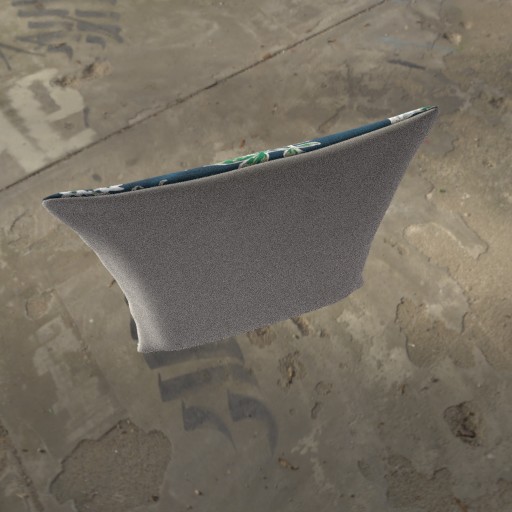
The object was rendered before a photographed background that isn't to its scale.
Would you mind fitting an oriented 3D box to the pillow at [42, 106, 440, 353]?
[{"bbox_3d":[0.000,0.000,0.770,0.525,0.508,0.166,-16,59,-10],"label":"pillow"}]
